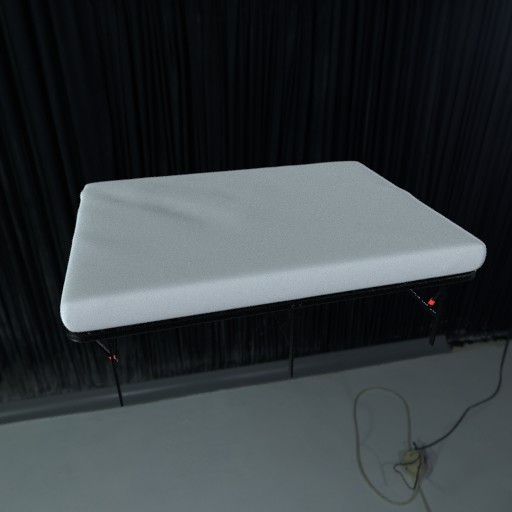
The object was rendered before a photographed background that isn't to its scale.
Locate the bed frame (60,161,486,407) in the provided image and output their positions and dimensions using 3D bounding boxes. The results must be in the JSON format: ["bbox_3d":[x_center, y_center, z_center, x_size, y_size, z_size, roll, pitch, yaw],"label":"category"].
[{"bbox_3d":[0.000,0.000,2.549,1.905,0.637,1.372,-7,30,-13],"label":"bed frame"}]
